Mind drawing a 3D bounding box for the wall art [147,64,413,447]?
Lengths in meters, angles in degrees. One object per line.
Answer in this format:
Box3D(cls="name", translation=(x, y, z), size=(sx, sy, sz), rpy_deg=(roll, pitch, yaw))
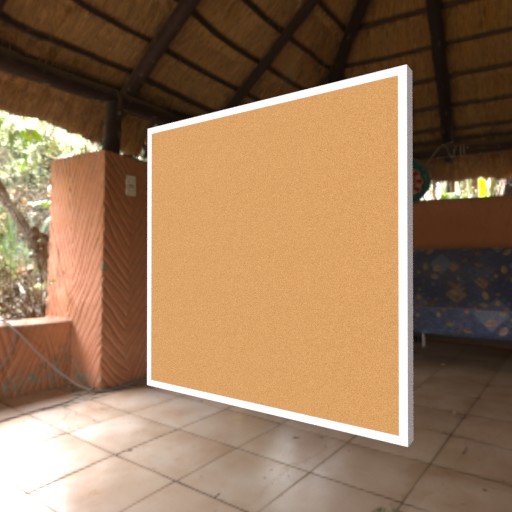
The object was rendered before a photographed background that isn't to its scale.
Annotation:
Box3D(cls="wall art", translation=(0.000, 0.000, 1.116), size=(0.762, 0.762, 0.038), rpy_deg=(0, -1, 35))
